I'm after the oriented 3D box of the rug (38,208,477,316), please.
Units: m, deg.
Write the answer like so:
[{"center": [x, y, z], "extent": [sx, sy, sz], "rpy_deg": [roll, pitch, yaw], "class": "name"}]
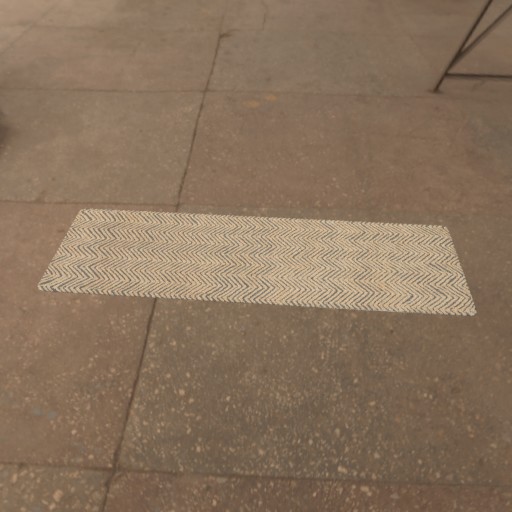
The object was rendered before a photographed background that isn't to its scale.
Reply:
[{"center": [0.000, 0.000, 2.524], "extent": [2.286, 0.008, 0.686], "rpy_deg": [3, 45, 3], "class": "rug"}]
